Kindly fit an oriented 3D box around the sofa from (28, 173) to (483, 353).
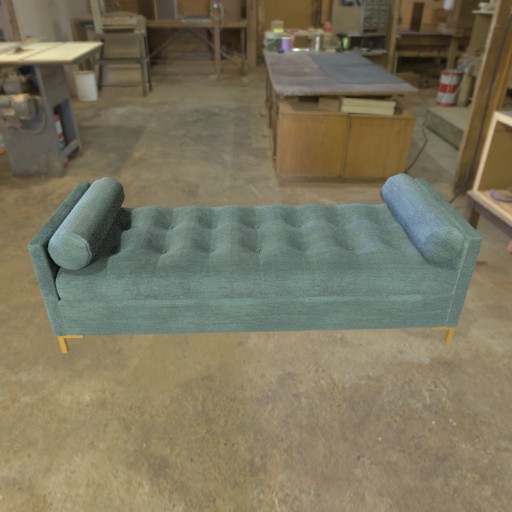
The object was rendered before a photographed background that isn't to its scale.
[{"bbox_3d":[0.000,0.000,2.480,2.102,0.705,0.796,-1,31,-2],"label":"sofa"}]
